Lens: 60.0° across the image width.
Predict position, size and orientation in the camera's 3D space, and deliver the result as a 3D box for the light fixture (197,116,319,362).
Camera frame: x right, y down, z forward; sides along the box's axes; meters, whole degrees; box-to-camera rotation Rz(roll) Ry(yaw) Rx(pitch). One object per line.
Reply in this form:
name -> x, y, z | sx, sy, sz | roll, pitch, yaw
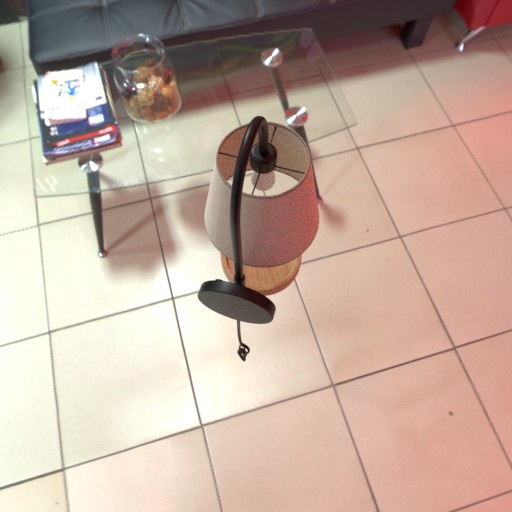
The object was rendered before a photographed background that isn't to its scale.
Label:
light fixture -> 0.000, 0.000, 0.925 | 0.220, 0.821, 0.299 | 15, 66, 7
